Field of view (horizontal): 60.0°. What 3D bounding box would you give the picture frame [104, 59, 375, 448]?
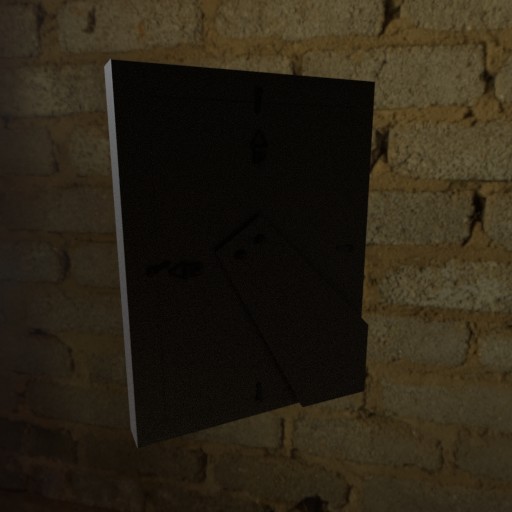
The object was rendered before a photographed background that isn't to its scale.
[{"bbox_3d":[0.000,0.000,0.269,0.157,0.208,0.028,-6,15,-25],"label":"picture frame"}]
